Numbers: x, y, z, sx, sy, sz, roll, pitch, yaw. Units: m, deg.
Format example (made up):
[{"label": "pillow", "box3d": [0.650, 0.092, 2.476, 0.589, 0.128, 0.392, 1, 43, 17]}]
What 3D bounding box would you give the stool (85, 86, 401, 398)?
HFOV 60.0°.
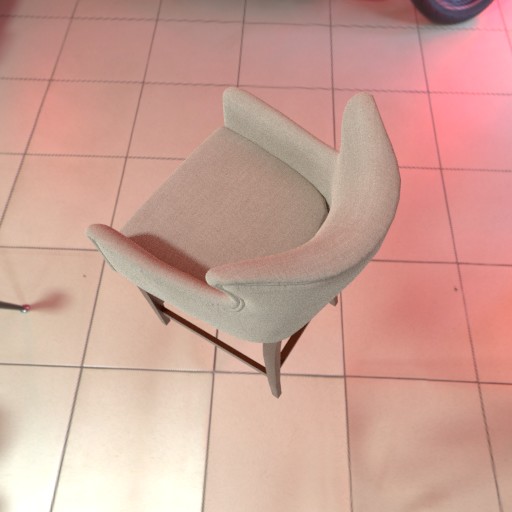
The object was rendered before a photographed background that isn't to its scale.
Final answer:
[{"label": "stool", "box3d": [0.000, 0.000, 1.374, 0.637, 0.987, 0.615, 32, 68, 15]}]
